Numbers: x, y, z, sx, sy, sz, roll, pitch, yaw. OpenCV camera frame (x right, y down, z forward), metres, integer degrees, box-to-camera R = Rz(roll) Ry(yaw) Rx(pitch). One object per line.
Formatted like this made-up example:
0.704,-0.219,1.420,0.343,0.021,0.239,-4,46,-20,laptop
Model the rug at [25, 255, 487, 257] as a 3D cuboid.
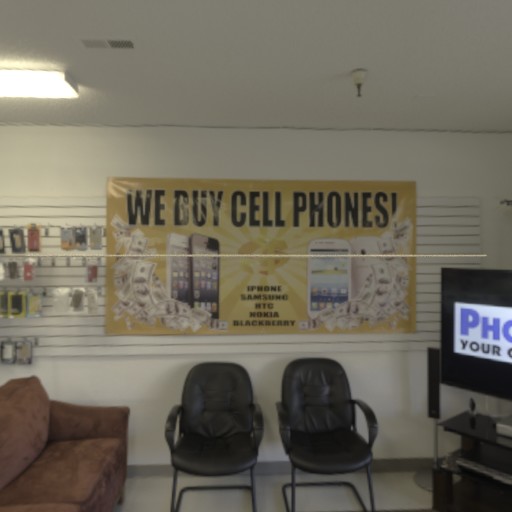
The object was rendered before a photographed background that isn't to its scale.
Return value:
0.000,0.000,2.727,2.442,0.016,0.770,0,0,0,rug
